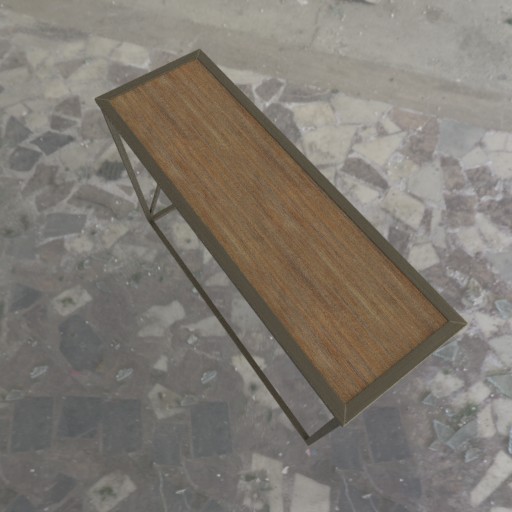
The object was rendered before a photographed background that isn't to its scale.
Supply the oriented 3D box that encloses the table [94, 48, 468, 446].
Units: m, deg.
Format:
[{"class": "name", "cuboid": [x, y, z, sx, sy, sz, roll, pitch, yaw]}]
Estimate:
[{"class": "table", "cuboid": [0.000, 0.000, 1.584, 0.402, 0.753, 1.216, -33, 68, -15]}]
